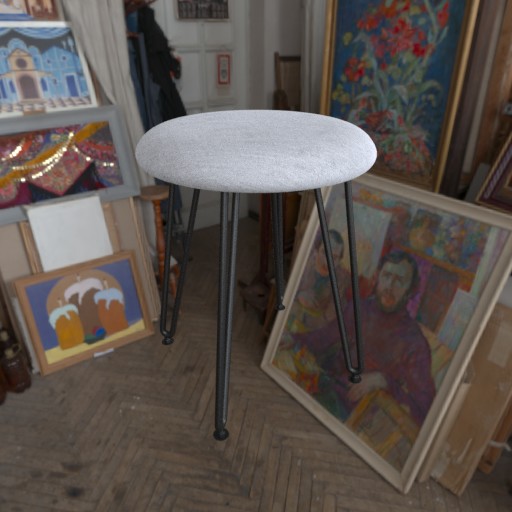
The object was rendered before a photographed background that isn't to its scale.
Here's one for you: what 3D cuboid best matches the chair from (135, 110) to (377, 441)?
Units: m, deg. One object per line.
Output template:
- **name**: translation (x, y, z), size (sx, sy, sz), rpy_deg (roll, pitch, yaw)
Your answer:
- **chair**: translation (0.000, 0.000, 0.654), size (0.350, 0.386, 0.350), rpy_deg (8, 28, 15)
